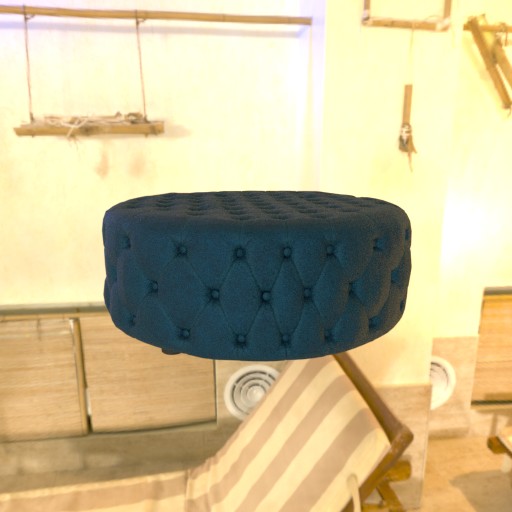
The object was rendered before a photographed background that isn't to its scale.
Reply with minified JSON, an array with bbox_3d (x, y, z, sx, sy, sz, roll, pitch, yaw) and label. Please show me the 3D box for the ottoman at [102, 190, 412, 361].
[{"bbox_3d":[0.000,0.000,1.522,0.998,0.398,0.998,0,13,0],"label":"ottoman"}]
